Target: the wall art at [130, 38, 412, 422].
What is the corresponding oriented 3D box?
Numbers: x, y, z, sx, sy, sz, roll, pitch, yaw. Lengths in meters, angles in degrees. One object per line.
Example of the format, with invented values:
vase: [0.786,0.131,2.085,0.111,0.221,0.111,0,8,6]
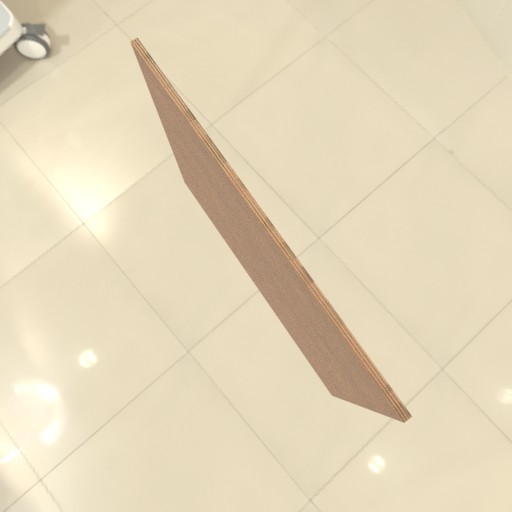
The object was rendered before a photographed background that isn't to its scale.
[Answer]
wall art: [0.000,0.000,0.665,0.010,0.408,0.508,-33,78,-8]
